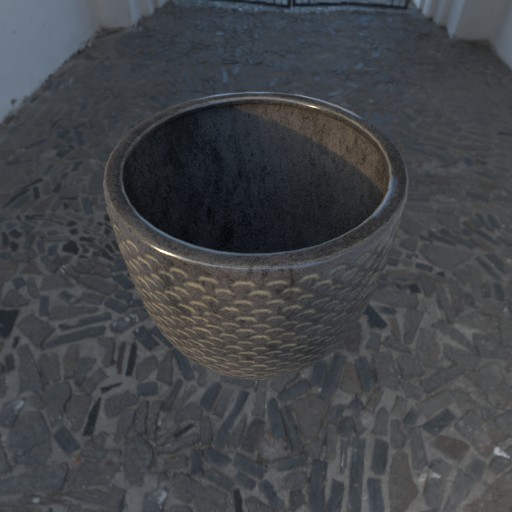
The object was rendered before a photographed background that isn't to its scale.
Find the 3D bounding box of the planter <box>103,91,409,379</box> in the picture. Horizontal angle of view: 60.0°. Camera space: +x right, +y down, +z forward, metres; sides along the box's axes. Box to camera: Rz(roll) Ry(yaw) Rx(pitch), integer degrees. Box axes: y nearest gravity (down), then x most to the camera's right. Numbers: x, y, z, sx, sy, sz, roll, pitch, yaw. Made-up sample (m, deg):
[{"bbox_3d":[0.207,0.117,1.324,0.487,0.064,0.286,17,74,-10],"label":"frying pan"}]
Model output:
[{"bbox_3d":[0.000,0.000,0.309,0.172,0.160,0.172,0,46,0],"label":"planter"}]
